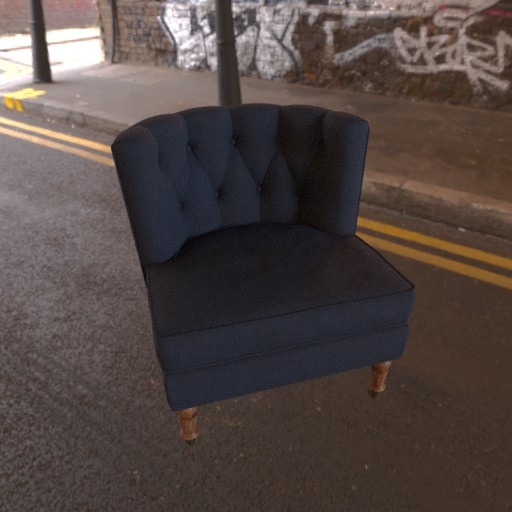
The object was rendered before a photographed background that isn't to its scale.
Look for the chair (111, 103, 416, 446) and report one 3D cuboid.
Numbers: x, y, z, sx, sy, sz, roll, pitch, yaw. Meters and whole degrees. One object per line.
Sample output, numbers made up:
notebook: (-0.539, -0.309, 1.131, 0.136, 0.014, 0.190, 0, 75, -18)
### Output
chair: (0.000, 0.000, 1.359, 0.740, 0.771, 0.718, -9, 33, -14)
